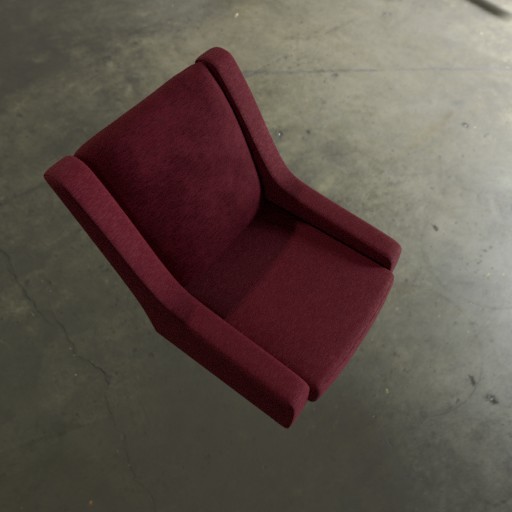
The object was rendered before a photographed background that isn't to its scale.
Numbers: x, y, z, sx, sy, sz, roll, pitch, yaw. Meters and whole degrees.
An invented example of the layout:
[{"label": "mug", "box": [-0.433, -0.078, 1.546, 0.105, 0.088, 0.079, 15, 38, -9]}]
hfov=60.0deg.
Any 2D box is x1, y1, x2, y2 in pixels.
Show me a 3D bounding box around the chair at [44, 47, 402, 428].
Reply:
[{"label": "chair", "box": [0.000, 0.000, 1.701, 0.985, 1.017, 0.793, 32, 63, 19]}]
